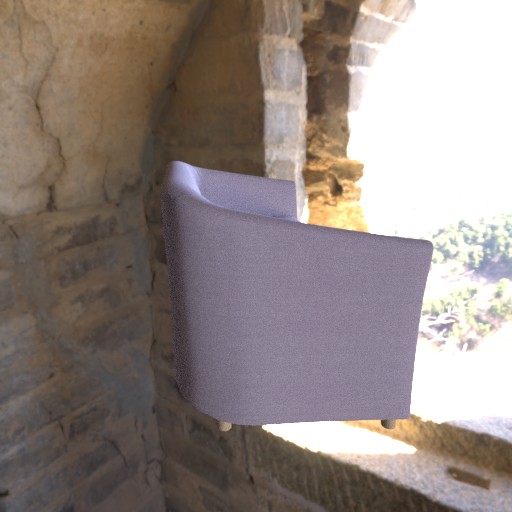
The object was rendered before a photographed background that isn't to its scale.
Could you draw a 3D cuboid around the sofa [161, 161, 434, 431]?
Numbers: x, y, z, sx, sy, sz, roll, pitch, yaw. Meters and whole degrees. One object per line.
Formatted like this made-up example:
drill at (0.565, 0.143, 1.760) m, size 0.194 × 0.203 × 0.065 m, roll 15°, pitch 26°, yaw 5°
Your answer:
sofa at (0.000, 0.000, 1.826) m, size 0.705 × 0.721 × 1.452 m, roll -3°, pitch 16°, yaw -9°
